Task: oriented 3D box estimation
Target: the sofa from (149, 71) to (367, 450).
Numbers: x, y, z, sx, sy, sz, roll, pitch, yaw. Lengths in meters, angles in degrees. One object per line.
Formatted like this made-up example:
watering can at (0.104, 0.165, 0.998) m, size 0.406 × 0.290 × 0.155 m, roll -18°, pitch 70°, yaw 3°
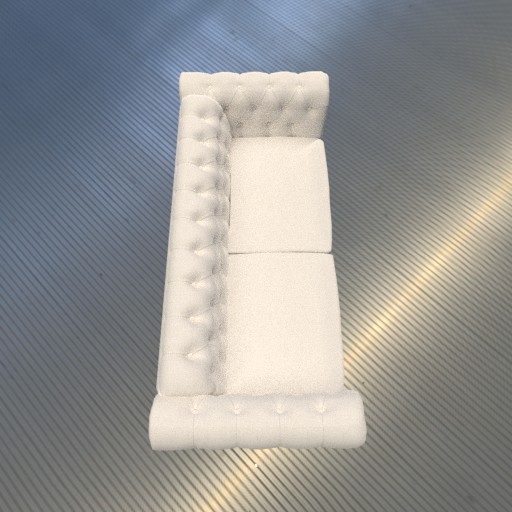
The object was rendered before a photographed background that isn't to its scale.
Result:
sofa at (0.000, 0.000, 2.225) m, size 0.771 × 0.796 × 1.798 m, roll 0°, pitch 65°, yaw 0°
